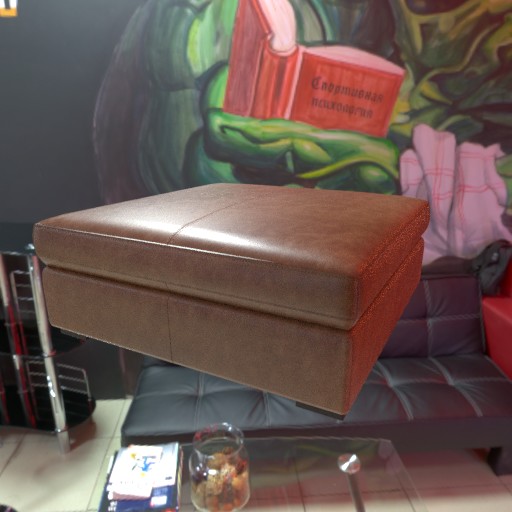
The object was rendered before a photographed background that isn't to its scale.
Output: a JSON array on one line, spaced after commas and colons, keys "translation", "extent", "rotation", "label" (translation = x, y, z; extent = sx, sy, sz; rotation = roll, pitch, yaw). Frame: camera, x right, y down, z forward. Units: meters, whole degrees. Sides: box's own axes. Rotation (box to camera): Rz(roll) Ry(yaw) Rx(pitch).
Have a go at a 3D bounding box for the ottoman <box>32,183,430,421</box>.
[{"translation": [0.000, 0.000, 1.812], "extent": [1.169, 0.483, 1.168], "rotation": [9, 19, 27], "label": "ottoman"}]
